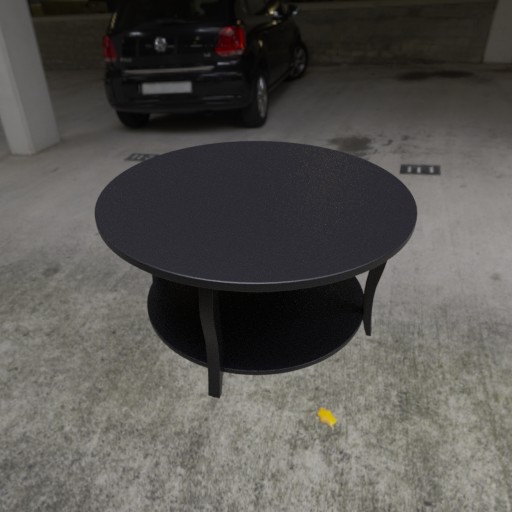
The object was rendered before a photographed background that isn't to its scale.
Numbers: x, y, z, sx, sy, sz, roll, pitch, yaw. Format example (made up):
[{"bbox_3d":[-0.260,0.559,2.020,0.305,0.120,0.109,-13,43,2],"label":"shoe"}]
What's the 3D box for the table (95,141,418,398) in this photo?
[{"bbox_3d":[0.000,0.000,1.435,0.914,0.457,0.914,0,33,0],"label":"table"}]
